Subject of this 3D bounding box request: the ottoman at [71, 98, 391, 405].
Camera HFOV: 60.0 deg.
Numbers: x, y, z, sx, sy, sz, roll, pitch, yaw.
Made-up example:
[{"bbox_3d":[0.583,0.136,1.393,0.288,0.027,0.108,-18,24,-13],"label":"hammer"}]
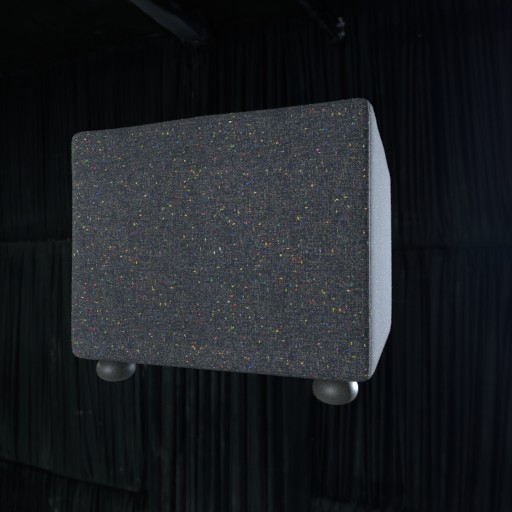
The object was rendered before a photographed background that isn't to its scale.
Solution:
[{"bbox_3d":[0.000,0.000,0.891,0.508,0.432,0.508,0,-1,20],"label":"ottoman"}]
